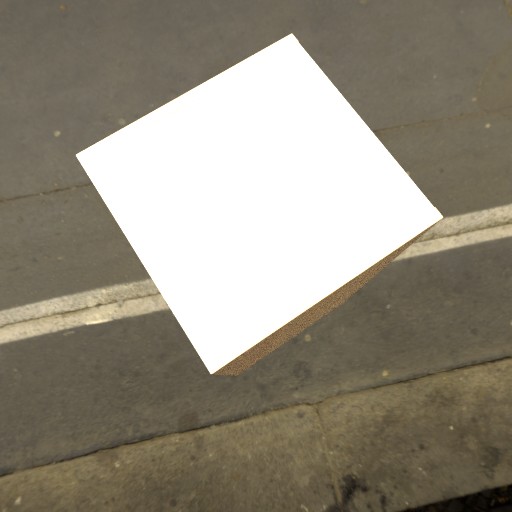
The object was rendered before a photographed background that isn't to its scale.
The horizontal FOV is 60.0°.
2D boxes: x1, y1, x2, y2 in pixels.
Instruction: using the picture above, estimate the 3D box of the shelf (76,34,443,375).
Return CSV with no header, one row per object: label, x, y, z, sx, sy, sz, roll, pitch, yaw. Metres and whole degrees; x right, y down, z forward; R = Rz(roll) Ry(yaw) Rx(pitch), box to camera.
shelf,0.000,0.000,0.776,0.297,0.594,0.290,-33,77,-8
